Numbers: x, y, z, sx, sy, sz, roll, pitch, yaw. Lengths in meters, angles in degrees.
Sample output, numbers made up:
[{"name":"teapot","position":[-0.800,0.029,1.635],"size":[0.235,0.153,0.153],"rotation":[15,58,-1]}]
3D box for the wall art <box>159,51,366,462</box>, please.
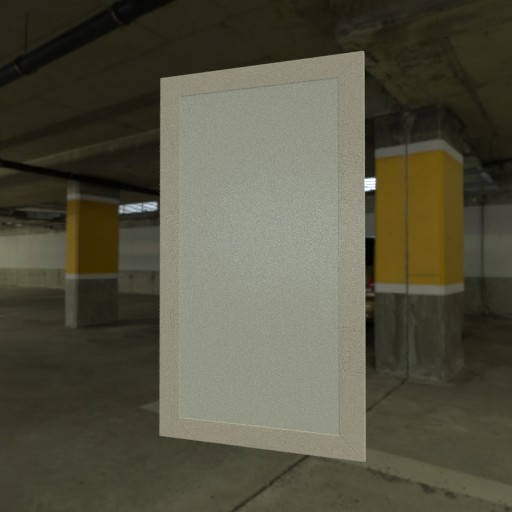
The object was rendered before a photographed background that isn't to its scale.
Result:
[{"name":"wall art","position":[0.000,0.000,0.797],"size":[0.380,0.683,0.013],"rotation":[0,-1,17]}]
